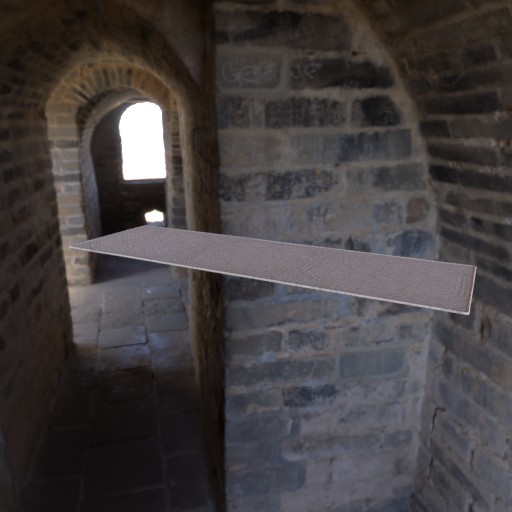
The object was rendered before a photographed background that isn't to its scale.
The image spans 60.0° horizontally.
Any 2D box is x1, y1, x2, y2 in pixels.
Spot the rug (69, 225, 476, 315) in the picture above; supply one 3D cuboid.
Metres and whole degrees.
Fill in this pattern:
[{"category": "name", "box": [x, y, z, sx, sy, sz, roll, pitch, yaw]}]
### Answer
[{"category": "rug", "box": [0.000, 0.000, 2.764, 2.452, 0.012, 0.775, 8, 18, 27]}]
